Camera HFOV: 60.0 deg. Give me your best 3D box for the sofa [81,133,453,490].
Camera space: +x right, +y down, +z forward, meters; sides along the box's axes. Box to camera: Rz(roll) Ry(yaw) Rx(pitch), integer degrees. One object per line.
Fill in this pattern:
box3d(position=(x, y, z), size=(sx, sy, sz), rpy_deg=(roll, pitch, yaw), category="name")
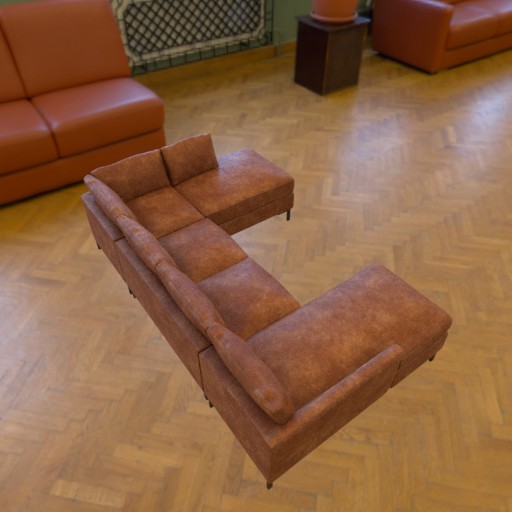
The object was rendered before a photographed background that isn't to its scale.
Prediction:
box3d(position=(0.000, 0.000, 3.785), size=(1.939, 0.900, 2.956), rpy_deg=(-26, 49, -26), category="sofa")
